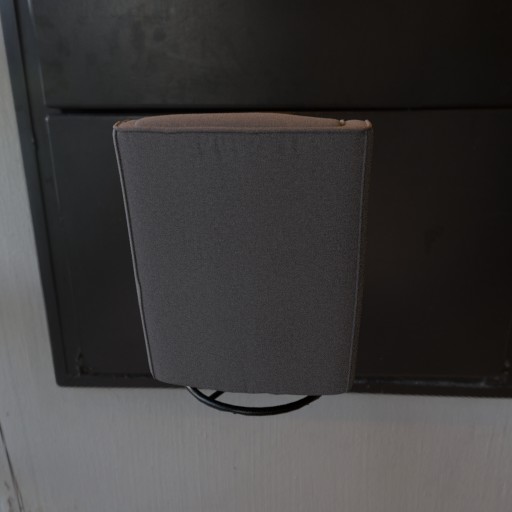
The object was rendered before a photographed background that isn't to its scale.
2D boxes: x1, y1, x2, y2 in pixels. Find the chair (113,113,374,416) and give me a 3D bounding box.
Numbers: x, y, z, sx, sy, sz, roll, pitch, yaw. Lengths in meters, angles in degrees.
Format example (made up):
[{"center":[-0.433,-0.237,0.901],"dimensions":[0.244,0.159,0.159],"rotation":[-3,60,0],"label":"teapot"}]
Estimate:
[{"center":[0.000,0.000,1.619],"dimensions":[0.732,0.993,0.879],"rotation":[2,18,7],"label":"chair"}]
